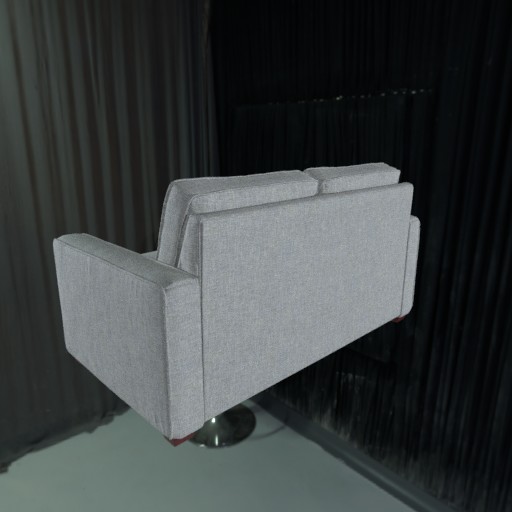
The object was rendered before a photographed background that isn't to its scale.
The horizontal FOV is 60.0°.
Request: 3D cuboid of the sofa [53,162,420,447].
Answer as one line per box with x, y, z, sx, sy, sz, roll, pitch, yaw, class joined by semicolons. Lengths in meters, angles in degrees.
0.000;0.000;2.272;1.706;0.915;0.945;-15;21;-42;sofa
